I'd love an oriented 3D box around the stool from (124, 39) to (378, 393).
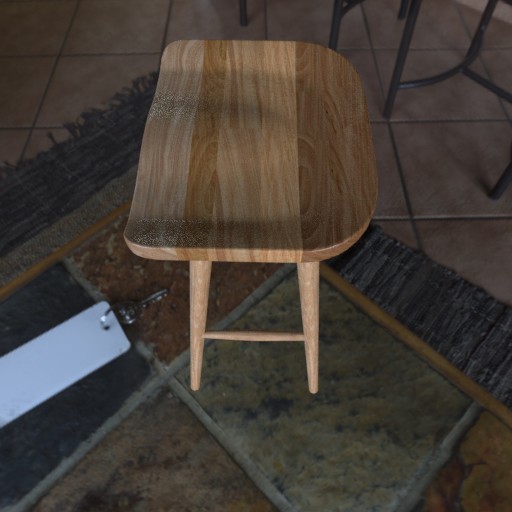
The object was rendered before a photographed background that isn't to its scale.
[{"bbox_3d":[0.000,0.000,0.920,0.322,0.698,0.407,1,59,1],"label":"stool"}]
